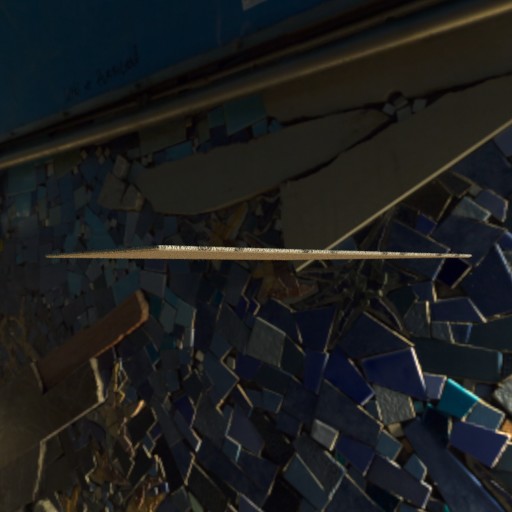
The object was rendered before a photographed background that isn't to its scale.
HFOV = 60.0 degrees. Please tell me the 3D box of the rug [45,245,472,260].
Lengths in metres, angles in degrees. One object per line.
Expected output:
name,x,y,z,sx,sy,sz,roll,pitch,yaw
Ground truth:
rug,0.000,0.000,3.965,3.000,0.026,2.399,1,-2,-37
